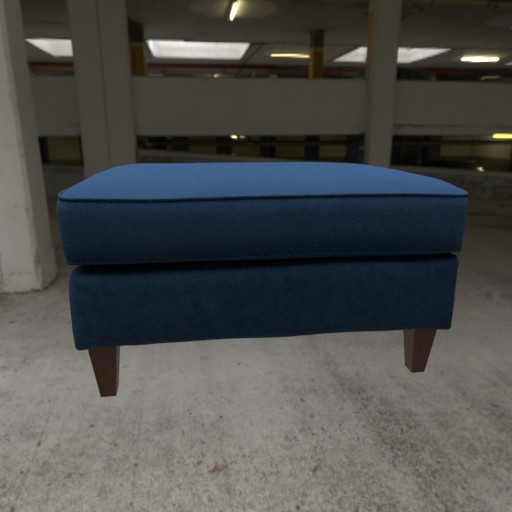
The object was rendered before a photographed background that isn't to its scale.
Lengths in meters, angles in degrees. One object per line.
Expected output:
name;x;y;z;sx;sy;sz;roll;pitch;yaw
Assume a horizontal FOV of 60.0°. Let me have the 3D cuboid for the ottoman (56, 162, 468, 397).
ottoman;0.000;0.000;1.194;0.862;0.484;0.583;-2;16;-8
